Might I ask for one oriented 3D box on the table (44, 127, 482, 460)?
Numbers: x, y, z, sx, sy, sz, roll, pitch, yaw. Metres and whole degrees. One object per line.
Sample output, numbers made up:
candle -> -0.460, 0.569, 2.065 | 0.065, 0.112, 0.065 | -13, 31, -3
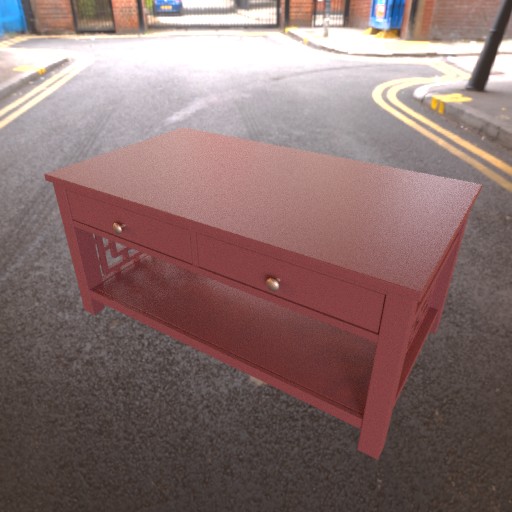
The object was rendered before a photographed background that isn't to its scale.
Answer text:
table -> 0.000, 0.000, 1.358 | 1.068, 0.493, 0.612 | 18, 36, 28
